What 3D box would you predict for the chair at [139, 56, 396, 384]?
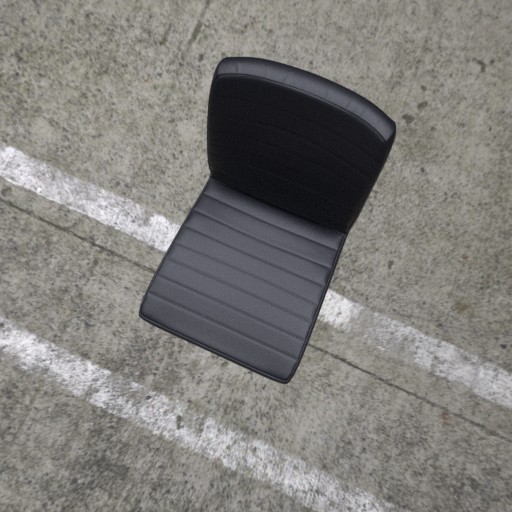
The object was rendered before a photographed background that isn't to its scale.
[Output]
[{"bbox_3d":[0.000,0.000,1.216,0.450,0.872,0.572,23,77,6],"label":"chair"}]
